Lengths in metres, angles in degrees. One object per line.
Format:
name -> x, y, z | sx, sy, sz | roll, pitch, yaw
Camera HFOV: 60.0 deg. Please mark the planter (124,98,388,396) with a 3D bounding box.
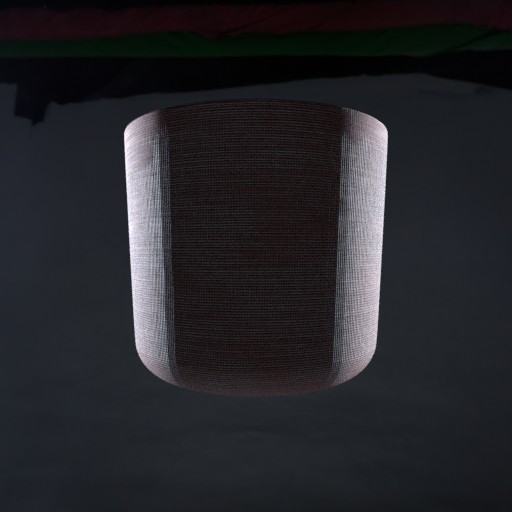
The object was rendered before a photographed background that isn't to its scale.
planter -> 0.000, 0.000, 0.774 | 0.440, 0.398, 0.440 | 0, 0, 0
